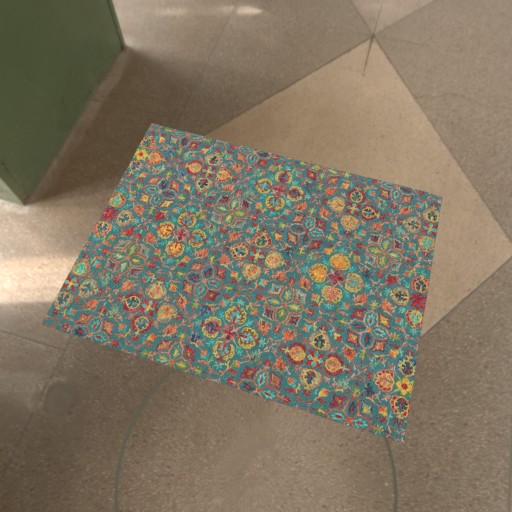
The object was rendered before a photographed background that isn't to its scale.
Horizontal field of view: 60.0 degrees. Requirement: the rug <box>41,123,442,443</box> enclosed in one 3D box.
[{"bbox_3d":[0.000,0.000,4.197,3.204,0.025,2.434,16,65,8],"label":"rug"}]
